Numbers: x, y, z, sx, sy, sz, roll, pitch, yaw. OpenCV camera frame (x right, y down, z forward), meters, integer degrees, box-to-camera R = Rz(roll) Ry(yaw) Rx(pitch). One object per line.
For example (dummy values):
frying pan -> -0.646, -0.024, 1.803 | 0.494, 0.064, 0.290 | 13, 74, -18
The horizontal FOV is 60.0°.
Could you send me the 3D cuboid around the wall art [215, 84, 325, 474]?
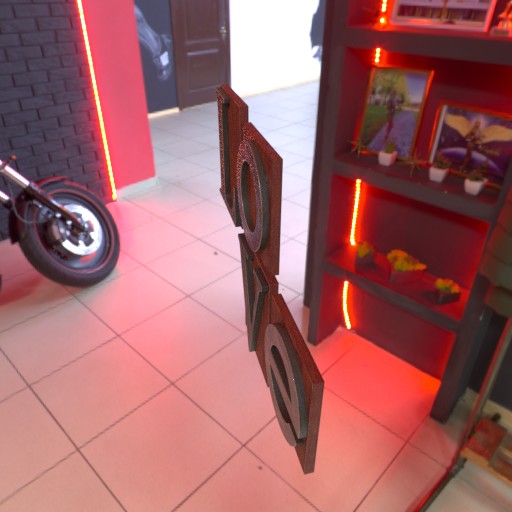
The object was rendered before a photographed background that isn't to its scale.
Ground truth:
wall art -> 0.000, 0.000, 0.839 | 0.030, 0.497, 0.635 | -7, 33, -12
